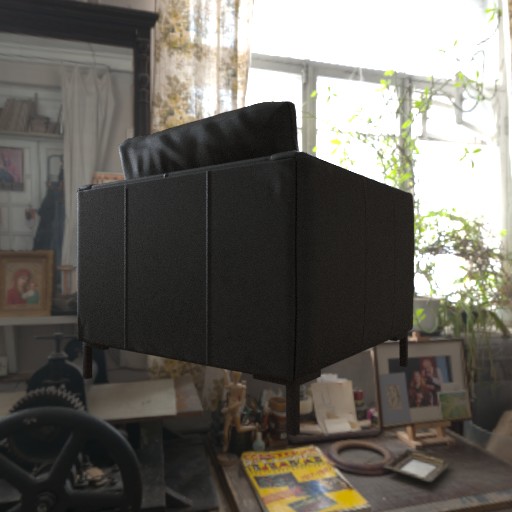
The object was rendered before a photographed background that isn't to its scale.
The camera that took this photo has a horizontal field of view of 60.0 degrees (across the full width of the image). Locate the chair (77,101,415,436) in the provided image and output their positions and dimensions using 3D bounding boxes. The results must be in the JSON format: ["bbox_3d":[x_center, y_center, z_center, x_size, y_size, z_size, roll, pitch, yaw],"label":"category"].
[{"bbox_3d":[0.000,0.000,1.516,0.967,0.824,0.861,0,-1,36],"label":"chair"}]
